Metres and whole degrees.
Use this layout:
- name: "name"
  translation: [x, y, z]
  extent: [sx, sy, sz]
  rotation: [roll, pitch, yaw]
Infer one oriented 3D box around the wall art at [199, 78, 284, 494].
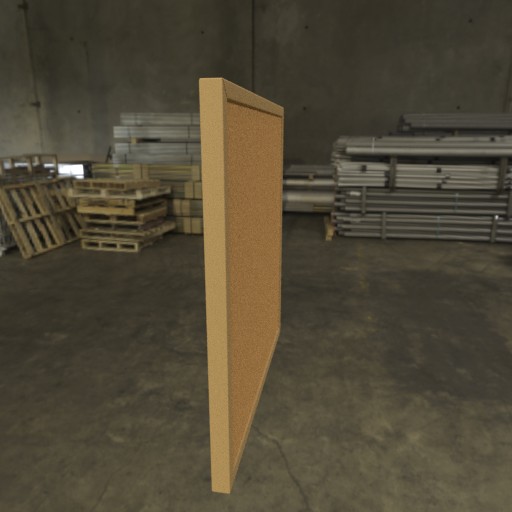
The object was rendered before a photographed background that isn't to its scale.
- name: "wall art"
  translation: [0.000, 0.000, 1.132]
  extent: [0.037, 0.761, 0.761]
  rotation: [3, 15, 10]
